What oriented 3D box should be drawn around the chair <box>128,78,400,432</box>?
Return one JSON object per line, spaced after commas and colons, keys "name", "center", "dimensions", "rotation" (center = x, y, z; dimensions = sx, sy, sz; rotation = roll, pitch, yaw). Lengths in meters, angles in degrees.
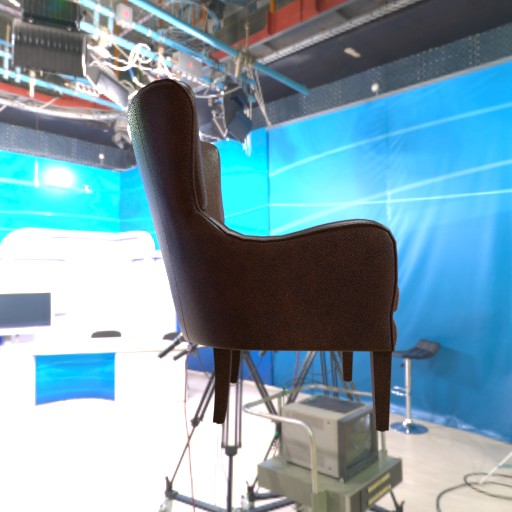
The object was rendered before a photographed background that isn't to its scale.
{"name": "chair", "center": [0.000, 0.000, 1.628], "dimensions": [0.914, 1.048, 0.692], "rotation": [0, -2, 2]}
